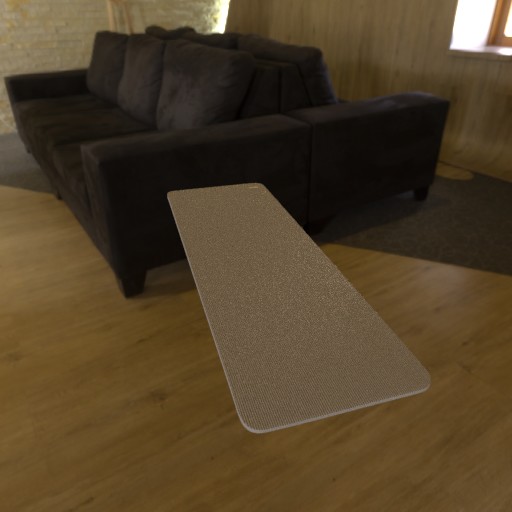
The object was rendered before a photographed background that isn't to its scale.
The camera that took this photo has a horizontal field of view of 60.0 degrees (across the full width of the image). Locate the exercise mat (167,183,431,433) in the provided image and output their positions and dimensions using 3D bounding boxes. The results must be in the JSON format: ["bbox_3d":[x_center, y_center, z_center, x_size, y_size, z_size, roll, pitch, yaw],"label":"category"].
[{"bbox_3d":[0.000,0.000,2.062,0.616,0.021,1.884,-8,30,-14],"label":"exercise mat"}]
